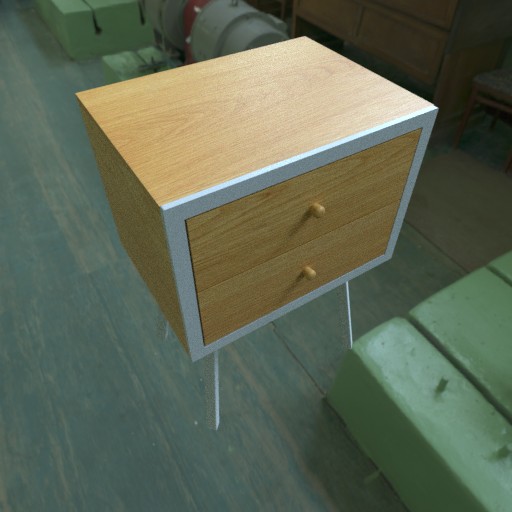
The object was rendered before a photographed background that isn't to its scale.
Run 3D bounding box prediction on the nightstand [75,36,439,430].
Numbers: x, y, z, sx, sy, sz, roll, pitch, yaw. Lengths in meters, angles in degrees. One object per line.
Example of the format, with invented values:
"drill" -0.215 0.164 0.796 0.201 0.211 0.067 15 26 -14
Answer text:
"nightstand" 0.000 0.000 0.819 0.400 0.601 0.316 -24 51 -22
